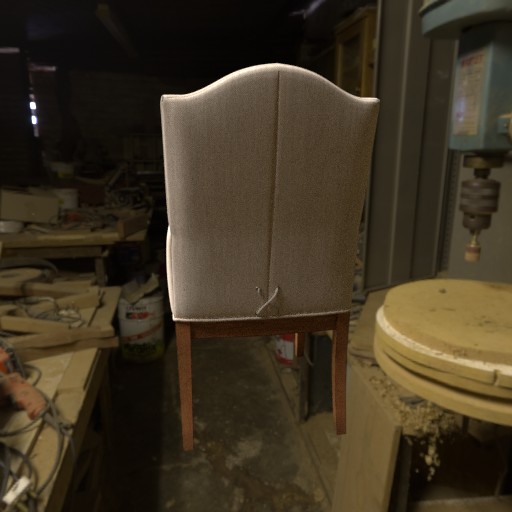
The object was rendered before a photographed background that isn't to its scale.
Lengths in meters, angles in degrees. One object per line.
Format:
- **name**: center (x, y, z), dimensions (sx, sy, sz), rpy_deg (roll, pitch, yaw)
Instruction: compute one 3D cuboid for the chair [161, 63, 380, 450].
- **chair**: center (0.000, 0.000, 1.373), dimensions (0.533, 1.016, 0.641), rpy_deg (-2, 15, -9)
